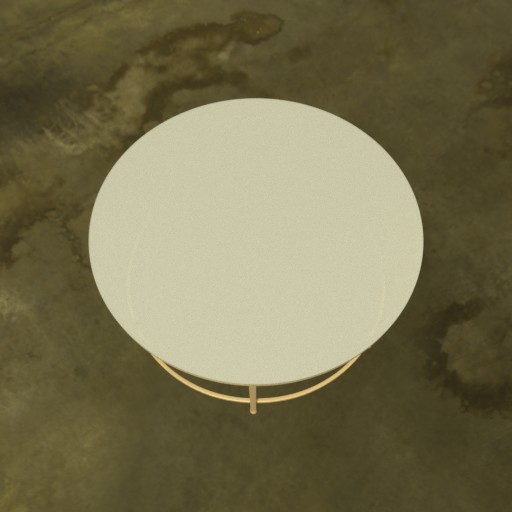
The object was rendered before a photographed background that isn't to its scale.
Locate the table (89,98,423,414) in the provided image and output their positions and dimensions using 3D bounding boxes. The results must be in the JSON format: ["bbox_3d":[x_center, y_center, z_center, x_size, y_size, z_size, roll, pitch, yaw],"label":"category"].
[{"bbox_3d":[0.000,0.000,1.437,0.914,0.470,0.914,0,63,0],"label":"table"}]
